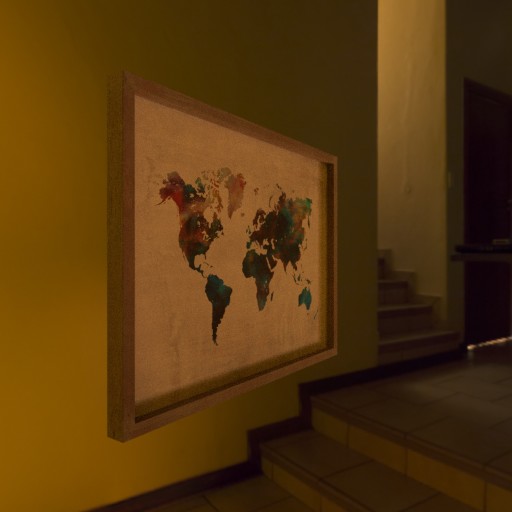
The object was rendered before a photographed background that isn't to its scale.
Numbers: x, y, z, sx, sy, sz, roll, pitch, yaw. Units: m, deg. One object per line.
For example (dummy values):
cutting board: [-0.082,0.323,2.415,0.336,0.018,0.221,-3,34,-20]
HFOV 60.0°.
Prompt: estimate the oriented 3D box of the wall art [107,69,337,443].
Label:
wall art: [0.000,0.000,1.751,0.070,1.009,1.320,0,0,36]
